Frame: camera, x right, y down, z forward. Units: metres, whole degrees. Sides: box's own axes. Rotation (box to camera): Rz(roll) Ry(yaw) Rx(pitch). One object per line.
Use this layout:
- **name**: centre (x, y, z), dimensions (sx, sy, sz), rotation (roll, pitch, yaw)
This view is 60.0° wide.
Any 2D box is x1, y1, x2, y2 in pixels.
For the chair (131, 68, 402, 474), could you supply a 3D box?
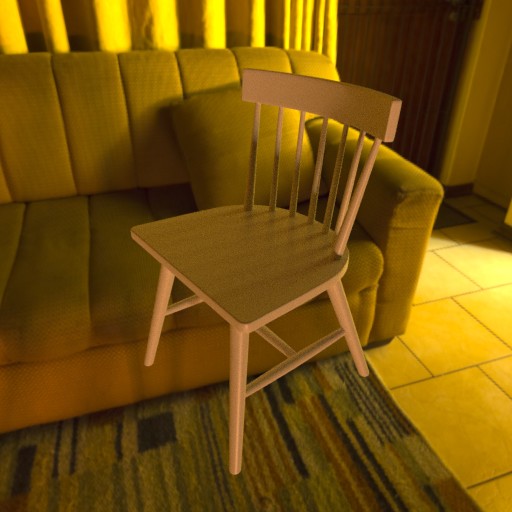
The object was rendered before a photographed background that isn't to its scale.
- **chair**: centre (0.000, 0.000, 1.102), dimensions (0.500, 0.787, 0.483), rotation (-23, 38, -32)
